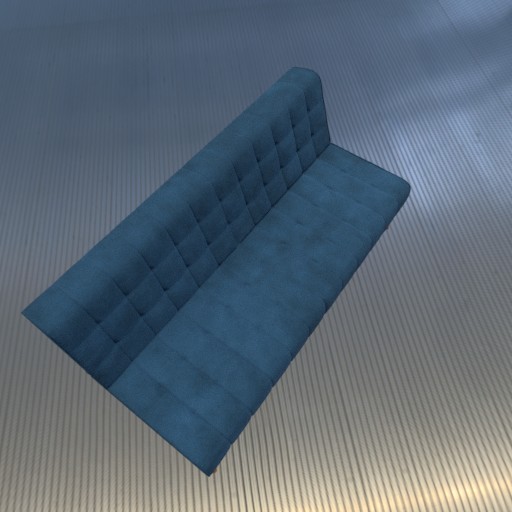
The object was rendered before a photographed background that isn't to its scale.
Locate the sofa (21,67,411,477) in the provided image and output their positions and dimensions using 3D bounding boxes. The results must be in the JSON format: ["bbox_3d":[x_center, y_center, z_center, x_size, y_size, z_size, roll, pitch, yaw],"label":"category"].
[{"bbox_3d":[0.000,0.000,2.205,0.855,0.813,1.804,32,64,18],"label":"sofa"}]
